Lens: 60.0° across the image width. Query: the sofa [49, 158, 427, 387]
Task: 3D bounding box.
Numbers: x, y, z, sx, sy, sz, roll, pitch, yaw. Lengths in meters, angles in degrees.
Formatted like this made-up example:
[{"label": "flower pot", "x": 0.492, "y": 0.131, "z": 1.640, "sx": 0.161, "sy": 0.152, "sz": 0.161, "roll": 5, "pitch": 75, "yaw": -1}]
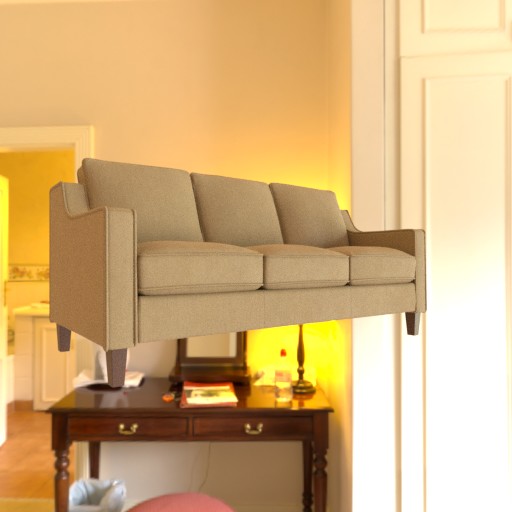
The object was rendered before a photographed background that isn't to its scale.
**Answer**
[{"label": "sofa", "x": 0.000, "y": 0.000, "z": 2.506, "sx": 1.986, "sy": 0.974, "sz": 0.911, "roll": 0, "pitch": -1, "yaw": -37}]
